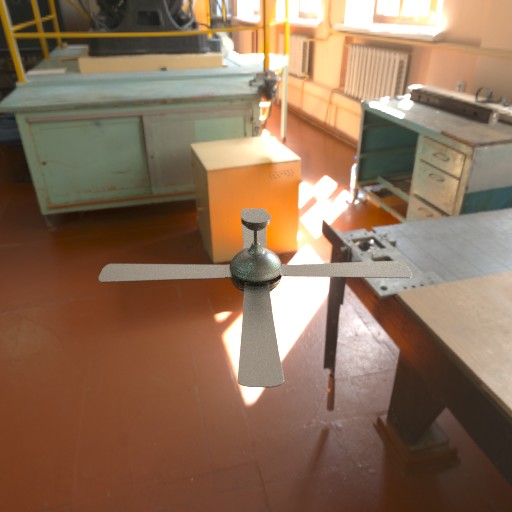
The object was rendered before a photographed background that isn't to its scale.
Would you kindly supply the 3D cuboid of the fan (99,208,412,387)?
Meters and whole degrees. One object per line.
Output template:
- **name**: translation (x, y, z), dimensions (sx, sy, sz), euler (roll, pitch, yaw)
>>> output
- **fan**: translation (0.000, 0.000, 1.948), dimensions (1.321, 0.381, 1.321), euler (10, 31, 17)
